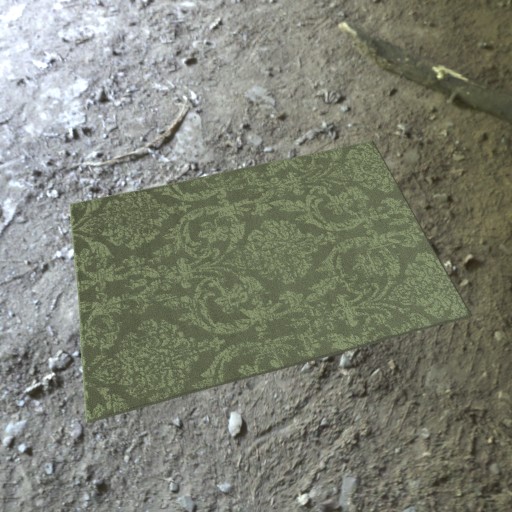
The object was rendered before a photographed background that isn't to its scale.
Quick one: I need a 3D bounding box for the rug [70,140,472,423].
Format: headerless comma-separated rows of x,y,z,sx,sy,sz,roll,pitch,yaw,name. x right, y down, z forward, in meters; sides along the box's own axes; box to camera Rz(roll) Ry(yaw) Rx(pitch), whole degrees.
0.000,0.000,2.298,1.824,0.012,1.206,-13,60,-8,rug
